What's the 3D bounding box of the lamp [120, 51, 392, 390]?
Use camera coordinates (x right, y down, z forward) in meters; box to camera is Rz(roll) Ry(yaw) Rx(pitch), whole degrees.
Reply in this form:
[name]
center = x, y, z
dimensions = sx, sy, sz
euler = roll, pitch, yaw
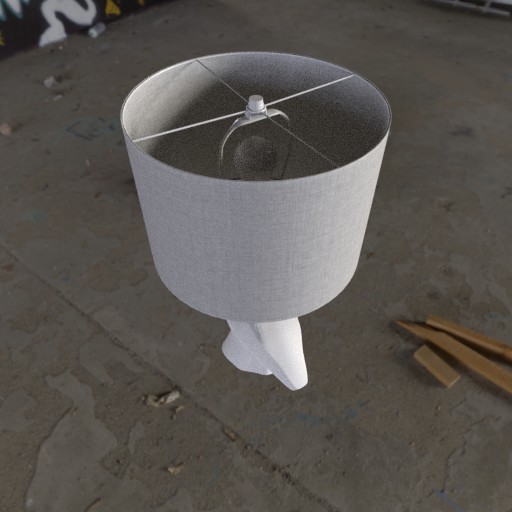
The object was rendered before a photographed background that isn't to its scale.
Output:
[lamp]
center = 0.000, 0.000, 0.674
dimensions = 0.298, 0.503, 0.298
euler = -24, 50, -22
